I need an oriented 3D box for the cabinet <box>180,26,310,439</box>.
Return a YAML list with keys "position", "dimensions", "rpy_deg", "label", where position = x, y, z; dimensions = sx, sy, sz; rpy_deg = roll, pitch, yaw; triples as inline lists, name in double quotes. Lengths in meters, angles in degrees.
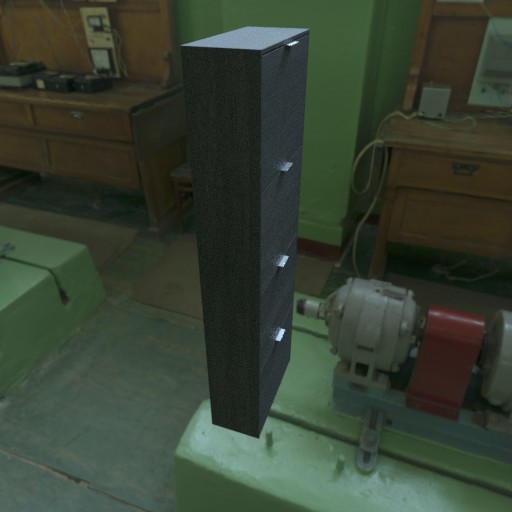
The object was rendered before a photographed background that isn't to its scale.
- position: [0.000, 0.000, 1.824]
  dimensions: [0.255, 1.630, 0.520]
  rpy_deg: [11, 34, 16]
  label: "cabinet"
